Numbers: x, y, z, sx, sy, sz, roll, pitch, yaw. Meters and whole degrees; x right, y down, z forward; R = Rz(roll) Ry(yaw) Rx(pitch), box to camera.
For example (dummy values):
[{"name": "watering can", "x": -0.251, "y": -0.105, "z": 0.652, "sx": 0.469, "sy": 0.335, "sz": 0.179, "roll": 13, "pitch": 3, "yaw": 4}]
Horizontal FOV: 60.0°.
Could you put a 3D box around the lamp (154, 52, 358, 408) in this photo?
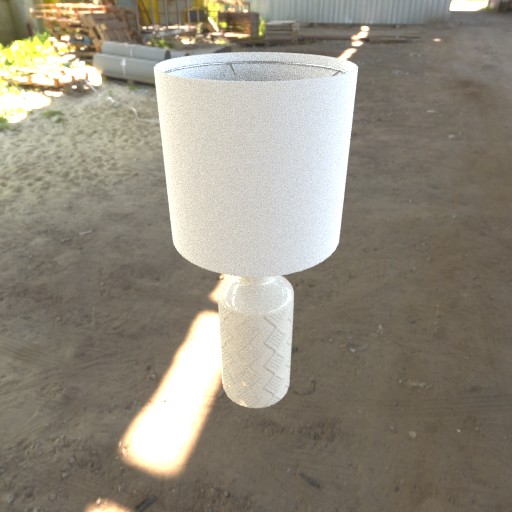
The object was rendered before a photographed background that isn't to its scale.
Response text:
[{"name": "lamp", "x": 0.000, "y": 0.000, "z": 0.575, "sx": 0.207, "sy": 0.461, "sz": 0.207, "roll": -10, "pitch": 32, "yaw": -16}]
